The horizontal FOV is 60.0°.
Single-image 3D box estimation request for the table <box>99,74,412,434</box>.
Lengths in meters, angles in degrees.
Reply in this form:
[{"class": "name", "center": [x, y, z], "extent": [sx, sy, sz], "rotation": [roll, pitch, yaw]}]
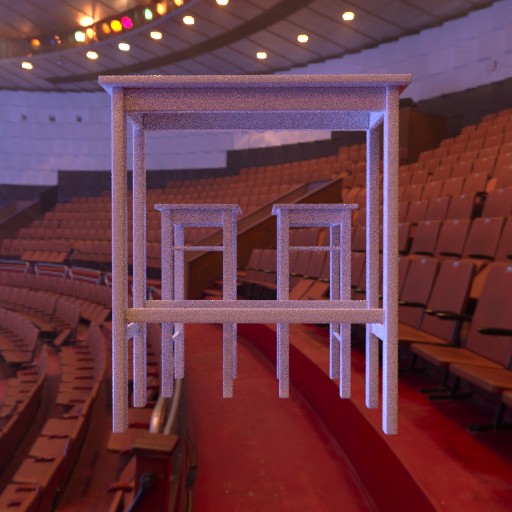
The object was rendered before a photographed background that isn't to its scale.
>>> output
[{"class": "table", "center": [0.000, 0.000, 1.625], "extent": [0.915, 1.065, 0.650], "rotation": [0, 1, 1]}]
